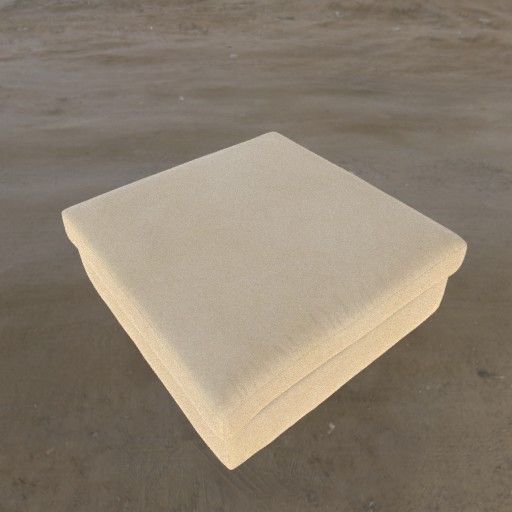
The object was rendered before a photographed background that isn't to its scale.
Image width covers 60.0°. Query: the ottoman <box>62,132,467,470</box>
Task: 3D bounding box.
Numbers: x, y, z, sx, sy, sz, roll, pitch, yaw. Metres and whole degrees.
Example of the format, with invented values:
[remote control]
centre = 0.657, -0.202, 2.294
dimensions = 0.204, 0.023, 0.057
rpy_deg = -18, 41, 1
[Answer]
[ottoman]
centre = 0.000, 0.000, 1.885
dimensions = 1.190, 0.522, 1.205
rpy_deg = -28, 49, -27
